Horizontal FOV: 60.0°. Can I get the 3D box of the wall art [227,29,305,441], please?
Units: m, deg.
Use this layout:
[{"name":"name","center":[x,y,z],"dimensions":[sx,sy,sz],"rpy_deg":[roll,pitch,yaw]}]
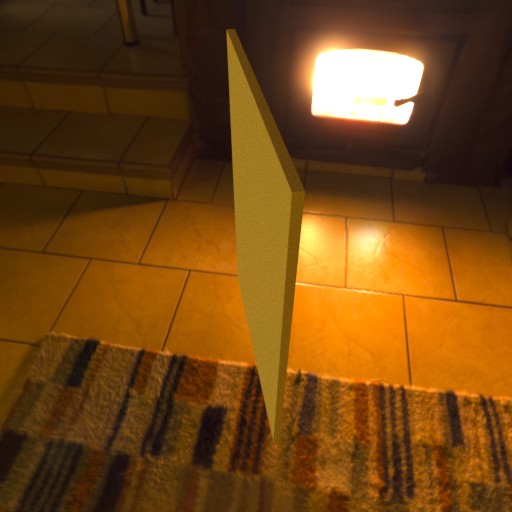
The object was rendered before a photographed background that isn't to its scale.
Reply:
[{"name":"wall art","center":[0.000,0.000,0.607],"dimensions":[0.010,0.474,0.325],"rpy_deg":[-8,47,-8]}]
